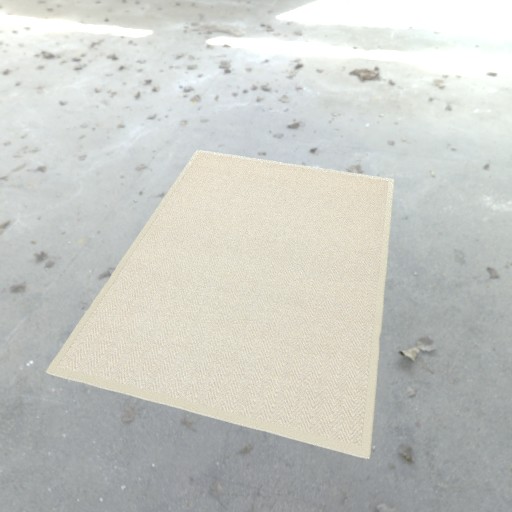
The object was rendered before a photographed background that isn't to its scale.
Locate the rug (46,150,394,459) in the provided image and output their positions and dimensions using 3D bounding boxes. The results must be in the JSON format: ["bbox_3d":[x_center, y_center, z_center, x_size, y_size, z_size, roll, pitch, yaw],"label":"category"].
[{"bbox_3d":[0.000,0.000,4.764,2.734,0.037,3.659,11,46,11],"label":"rug"}]
